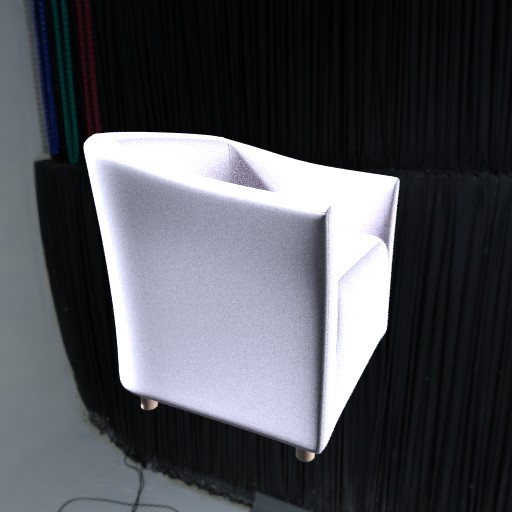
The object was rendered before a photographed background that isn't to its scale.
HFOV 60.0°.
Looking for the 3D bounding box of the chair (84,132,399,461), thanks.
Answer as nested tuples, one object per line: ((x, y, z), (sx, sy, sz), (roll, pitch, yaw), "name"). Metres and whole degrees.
((0.000, 0.000, 1.335), (0.700, 0.720, 0.790), (7, 16, 26), "chair")
